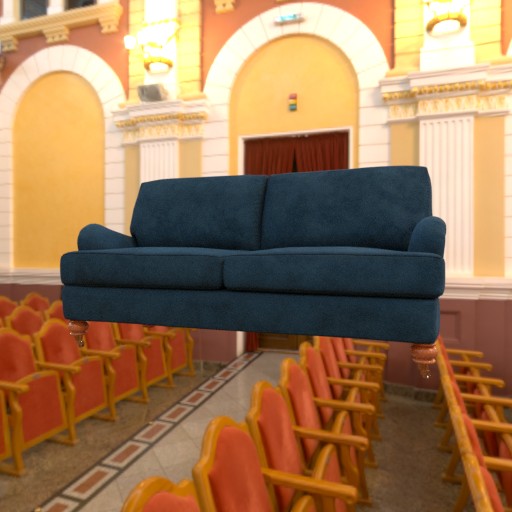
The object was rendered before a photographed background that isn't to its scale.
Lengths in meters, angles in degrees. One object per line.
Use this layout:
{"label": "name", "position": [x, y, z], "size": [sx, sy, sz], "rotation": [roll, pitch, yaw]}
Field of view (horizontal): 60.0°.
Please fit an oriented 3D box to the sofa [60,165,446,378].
{"label": "sofa", "position": [0.000, 0.000, 2.735], "size": [2.141, 1.101, 1.084], "rotation": [0, 1, 19]}
